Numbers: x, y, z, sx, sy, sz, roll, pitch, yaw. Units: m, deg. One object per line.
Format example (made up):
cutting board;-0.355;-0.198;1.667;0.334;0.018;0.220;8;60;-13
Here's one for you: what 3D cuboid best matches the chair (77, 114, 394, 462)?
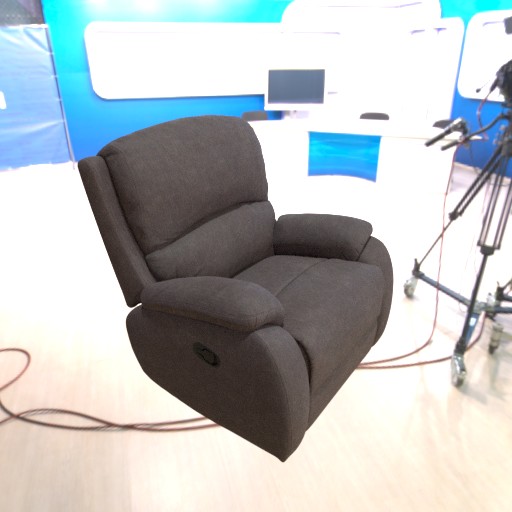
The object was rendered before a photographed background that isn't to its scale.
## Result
chair;0.000;0.000;1.755;0.899;1.011;0.930;17;30;31
